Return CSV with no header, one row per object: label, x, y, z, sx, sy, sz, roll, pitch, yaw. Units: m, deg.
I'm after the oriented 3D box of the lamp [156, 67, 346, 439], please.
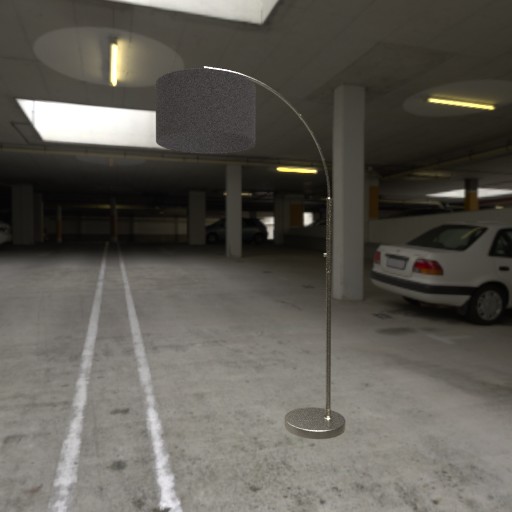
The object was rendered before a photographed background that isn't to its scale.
lamp,0.000,0.000,2.129,0.934,1.735,0.452,0,2,-18
